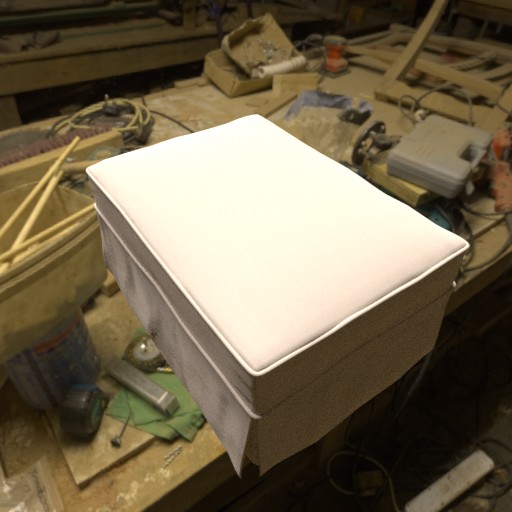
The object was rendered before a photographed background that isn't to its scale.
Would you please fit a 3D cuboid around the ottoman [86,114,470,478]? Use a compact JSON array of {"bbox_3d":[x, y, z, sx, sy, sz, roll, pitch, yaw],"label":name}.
[{"bbox_3d":[0.000,0.000,1.316,0.703,0.479,0.944,-25,47,-26],"label":"ottoman"}]
